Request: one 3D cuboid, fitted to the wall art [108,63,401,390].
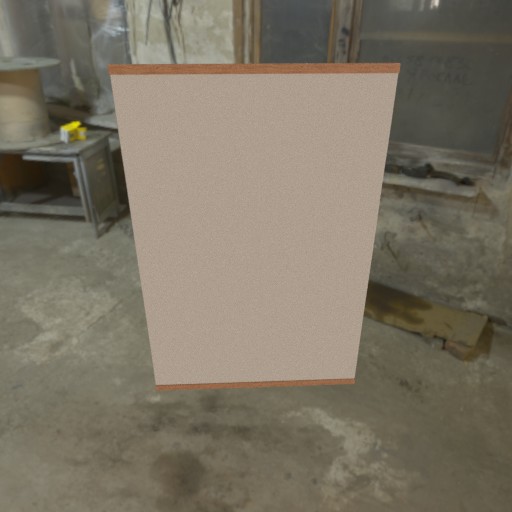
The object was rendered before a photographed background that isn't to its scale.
[{"bbox_3d":[0.000,0.000,1.907,1.019,1.527,0.019,-1,29,-2],"label":"wall art"}]
